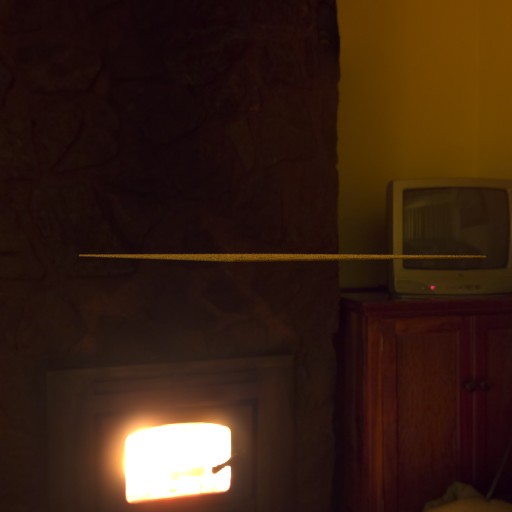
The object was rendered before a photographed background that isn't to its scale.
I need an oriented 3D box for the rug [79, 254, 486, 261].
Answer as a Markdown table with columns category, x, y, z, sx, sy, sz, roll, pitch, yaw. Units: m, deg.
| category | x | y | z | sx | sy | sz | roll | pitch | yaw |
| --- | --- | --- | --- | --- | --- | --- | --- | --- | --- |
| rug | 0.000 | 0.000 | 4.146 | 2.441 | 0.016 | 3.050 | 0 | 1 | -35 |
